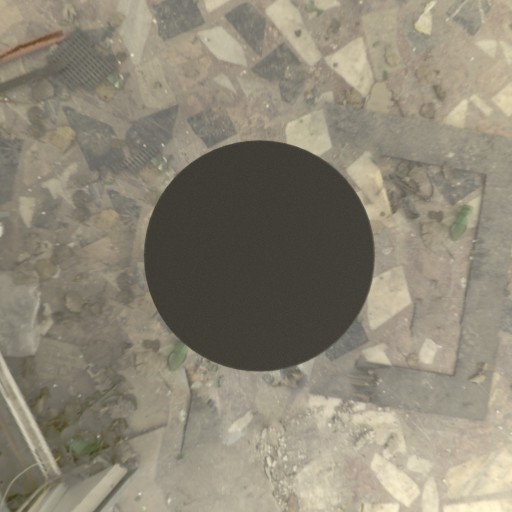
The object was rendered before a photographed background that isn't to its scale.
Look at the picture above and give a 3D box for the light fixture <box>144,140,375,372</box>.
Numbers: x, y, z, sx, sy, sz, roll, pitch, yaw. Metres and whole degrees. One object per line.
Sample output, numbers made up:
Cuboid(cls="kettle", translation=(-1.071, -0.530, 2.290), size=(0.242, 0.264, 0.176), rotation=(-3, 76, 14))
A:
Cuboid(cls="light fixture", translation=(0.000, 0.000, 0.356), size=(0.200, 0.183, 0.200), rotation=(0, 90, -2))
